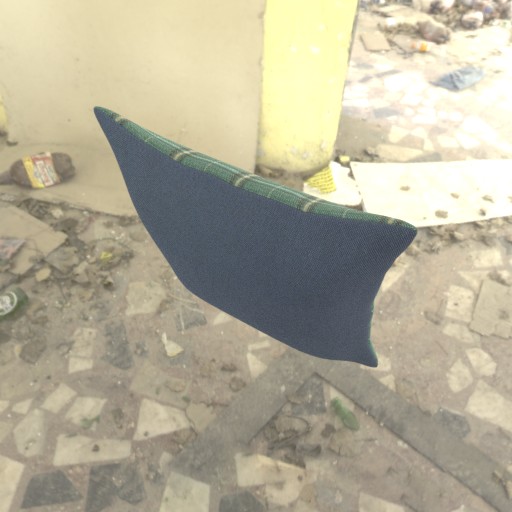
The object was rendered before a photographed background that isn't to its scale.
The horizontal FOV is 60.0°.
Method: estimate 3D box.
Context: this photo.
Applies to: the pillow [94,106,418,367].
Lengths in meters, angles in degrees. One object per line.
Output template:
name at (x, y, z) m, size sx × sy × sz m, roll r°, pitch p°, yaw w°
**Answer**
pillow at (0.000, 0.000, 0.704) m, size 0.453 × 0.430 × 0.200 m, roll 25°, pitch 51°, yaw 22°
